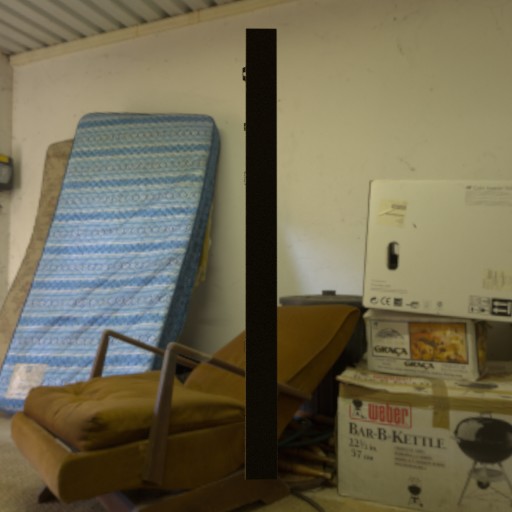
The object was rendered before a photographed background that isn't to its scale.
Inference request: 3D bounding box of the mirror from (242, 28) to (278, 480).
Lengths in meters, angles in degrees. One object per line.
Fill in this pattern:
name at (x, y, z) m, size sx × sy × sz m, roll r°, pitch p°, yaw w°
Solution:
mirror at (0.000, 0.000, 0.702) m, size 0.041 × 0.509 × 0.406 m, roll 0°, pitch -2°, yaw -1°
